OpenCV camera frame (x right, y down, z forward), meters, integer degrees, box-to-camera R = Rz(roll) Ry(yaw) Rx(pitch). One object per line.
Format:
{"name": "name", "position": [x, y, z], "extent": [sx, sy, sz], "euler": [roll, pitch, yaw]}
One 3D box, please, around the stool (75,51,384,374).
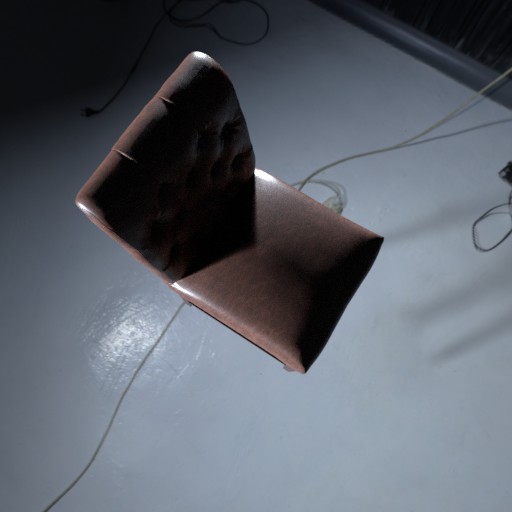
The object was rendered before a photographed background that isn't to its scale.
{"name": "stool", "position": [0.000, 0.000, 1.449], "extent": [0.660, 1.084, 0.486], "euler": [32, 77, 8]}
